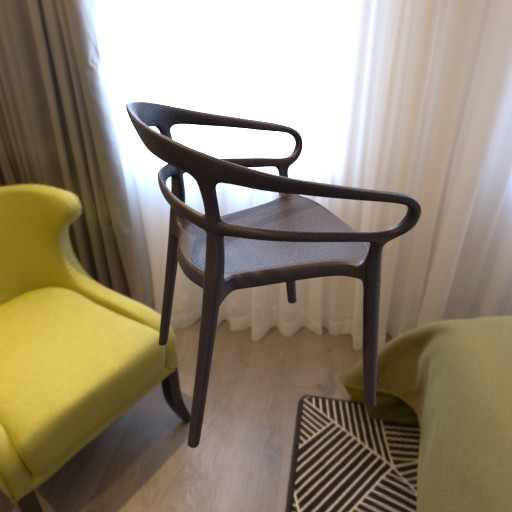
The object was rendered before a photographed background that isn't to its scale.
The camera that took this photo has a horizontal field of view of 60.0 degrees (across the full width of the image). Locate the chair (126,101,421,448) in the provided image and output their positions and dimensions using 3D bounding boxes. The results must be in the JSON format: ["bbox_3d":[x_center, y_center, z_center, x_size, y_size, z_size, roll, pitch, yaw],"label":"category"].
[{"bbox_3d":[0.000,0.000,1.126,0.527,0.761,0.559,-11,33,-18],"label":"chair"}]
